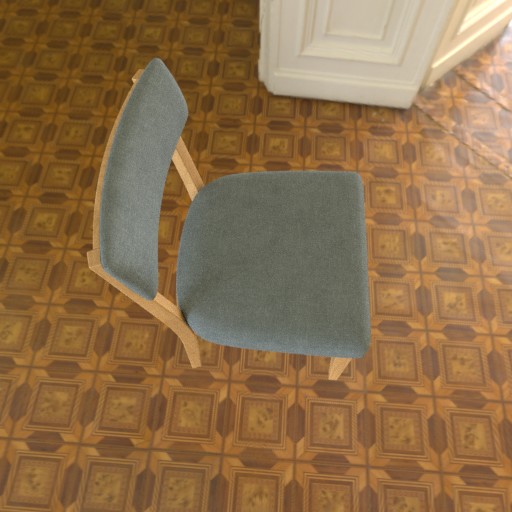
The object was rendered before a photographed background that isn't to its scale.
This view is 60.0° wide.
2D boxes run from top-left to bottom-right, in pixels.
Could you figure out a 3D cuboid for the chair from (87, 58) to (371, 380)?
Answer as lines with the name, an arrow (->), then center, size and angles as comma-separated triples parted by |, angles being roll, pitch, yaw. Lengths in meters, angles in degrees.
chair -> 0.000, 0.000, 1.166 | 0.572, 0.832, 0.508 | 3, 64, 2
